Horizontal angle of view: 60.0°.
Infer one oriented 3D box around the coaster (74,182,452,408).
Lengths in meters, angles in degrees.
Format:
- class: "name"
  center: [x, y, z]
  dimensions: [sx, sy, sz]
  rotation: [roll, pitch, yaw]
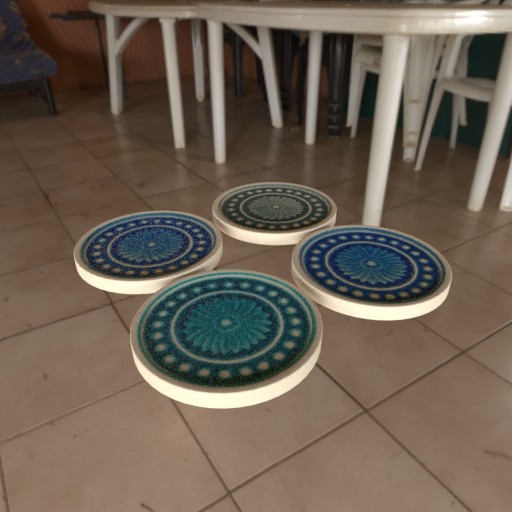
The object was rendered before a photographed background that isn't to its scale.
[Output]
- class: "coaster"
  center: [0.000, 0.000, 0.323]
  dimensions: [0.224, 0.010, 0.220]
  rotation: [-19, 36, -29]
